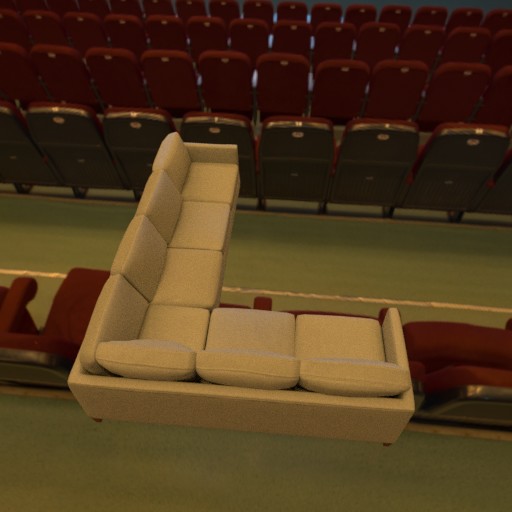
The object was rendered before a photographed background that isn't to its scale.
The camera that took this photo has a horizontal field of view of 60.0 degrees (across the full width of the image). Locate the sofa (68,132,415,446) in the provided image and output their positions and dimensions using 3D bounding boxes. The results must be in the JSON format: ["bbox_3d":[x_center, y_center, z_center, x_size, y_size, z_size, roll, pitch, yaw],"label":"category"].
[{"bbox_3d":[0.000,0.000,4.482,2.592,0.947,3.301,3,47,3],"label":"sofa"}]
